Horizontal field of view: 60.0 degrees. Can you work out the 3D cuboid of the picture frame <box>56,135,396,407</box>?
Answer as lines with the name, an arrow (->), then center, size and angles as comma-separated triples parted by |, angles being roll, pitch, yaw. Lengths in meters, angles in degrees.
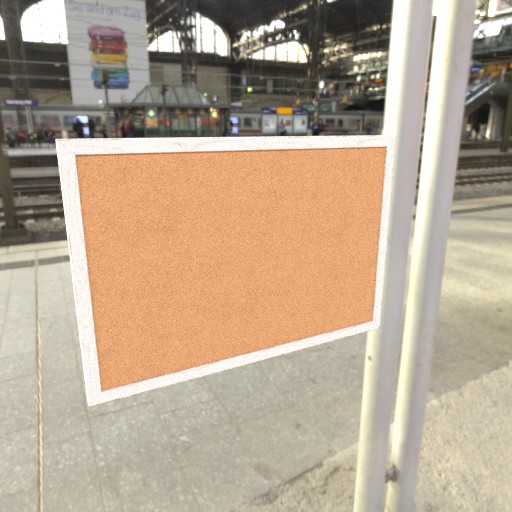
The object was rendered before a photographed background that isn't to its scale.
picture frame -> 0.000, 0.000, 1.234 | 0.950, 0.640, 0.029 | -9, 18, -27
